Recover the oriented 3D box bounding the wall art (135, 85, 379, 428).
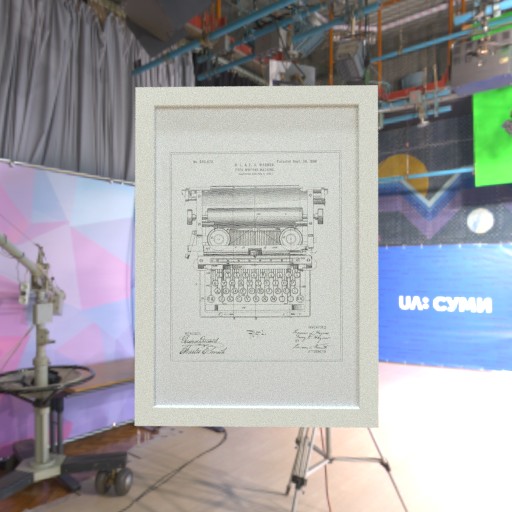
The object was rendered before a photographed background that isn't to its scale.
[{"bbox_3d":[0.000,0.000,0.700,0.381,0.533,0.013,0,-1,1],"label":"wall art"}]
